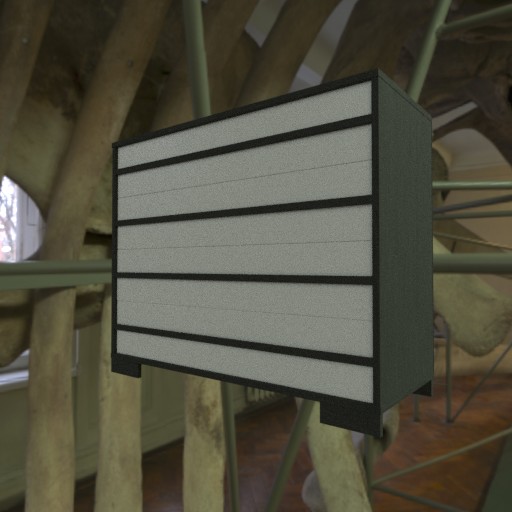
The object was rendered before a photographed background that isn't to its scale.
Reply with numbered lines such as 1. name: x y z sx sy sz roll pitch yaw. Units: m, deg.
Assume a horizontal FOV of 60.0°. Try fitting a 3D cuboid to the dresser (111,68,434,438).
1. dresser: 0.000 0.000 1.437 0.994 0.816 0.404 -1 -2 37
